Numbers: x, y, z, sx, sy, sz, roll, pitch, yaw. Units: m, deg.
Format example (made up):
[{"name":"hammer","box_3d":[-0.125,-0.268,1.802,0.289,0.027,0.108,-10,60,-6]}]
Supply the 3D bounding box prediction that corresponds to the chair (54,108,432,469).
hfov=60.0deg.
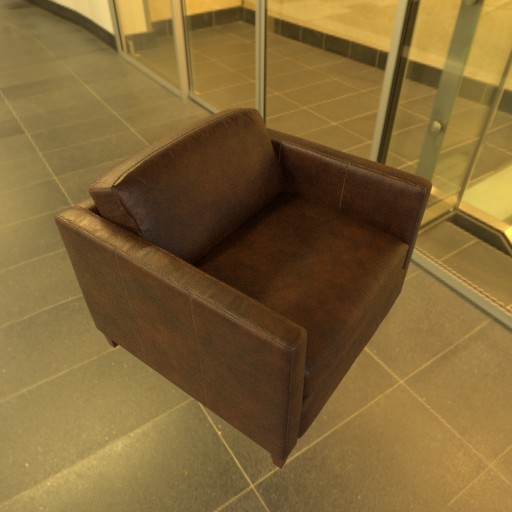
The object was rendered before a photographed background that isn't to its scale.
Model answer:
[{"name":"chair","box_3d":[0.000,0.000,1.739,0.975,0.864,0.990,26,47,27]}]
